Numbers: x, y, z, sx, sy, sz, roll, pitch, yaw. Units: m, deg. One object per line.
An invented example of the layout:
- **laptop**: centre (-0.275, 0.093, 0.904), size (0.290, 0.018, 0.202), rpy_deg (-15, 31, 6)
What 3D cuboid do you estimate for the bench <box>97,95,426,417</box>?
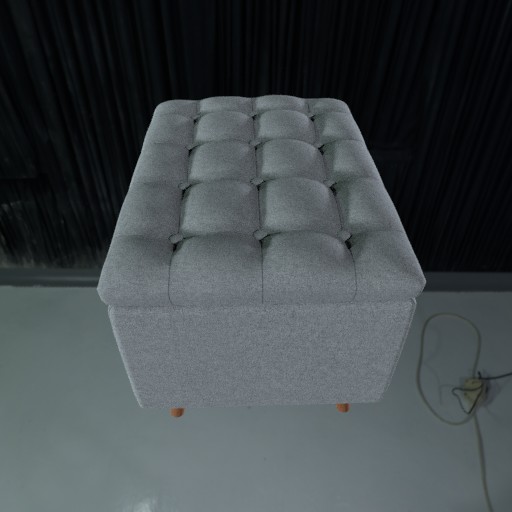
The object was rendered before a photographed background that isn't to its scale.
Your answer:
- **bench**: centre (0.000, 0.000, 0.890), size (0.417, 0.469, 0.572), rpy_deg (-1, 42, -1)
